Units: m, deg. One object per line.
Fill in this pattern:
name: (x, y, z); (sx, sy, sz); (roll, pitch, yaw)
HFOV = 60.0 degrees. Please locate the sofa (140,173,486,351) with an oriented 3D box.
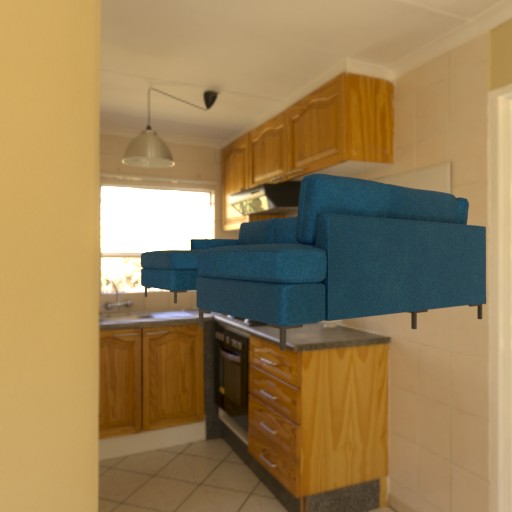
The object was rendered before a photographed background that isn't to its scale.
sofa: (0.000, 0.000, 4.268); (2.055, 0.992, 3.434); (0, 0, -35)
